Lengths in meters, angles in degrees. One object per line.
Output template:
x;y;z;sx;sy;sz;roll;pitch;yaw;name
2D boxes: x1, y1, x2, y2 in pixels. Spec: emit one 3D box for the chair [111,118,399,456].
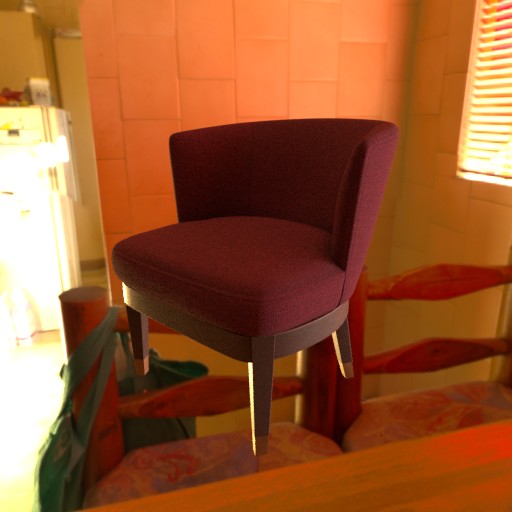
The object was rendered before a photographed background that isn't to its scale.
0.000;0.000;1.274;0.700;0.760;0.660;15;23;41;chair
